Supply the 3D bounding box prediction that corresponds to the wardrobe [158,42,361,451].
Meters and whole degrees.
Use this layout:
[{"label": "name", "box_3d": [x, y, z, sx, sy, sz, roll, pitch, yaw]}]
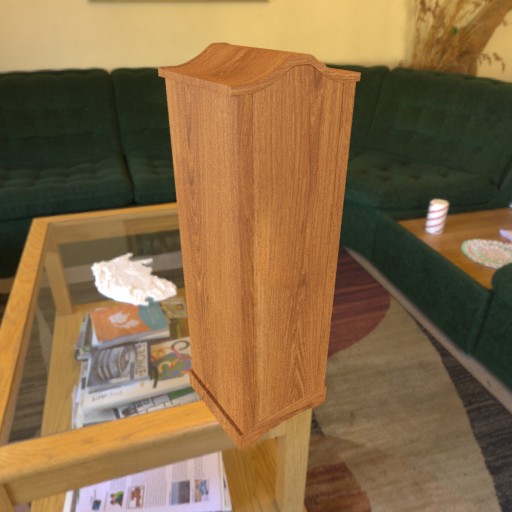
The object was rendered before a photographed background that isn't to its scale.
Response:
[{"label": "wardrobe", "box_3d": [0.000, 0.000, 2.187, 0.590, 1.870, 0.570, -19, 35, -30]}]
